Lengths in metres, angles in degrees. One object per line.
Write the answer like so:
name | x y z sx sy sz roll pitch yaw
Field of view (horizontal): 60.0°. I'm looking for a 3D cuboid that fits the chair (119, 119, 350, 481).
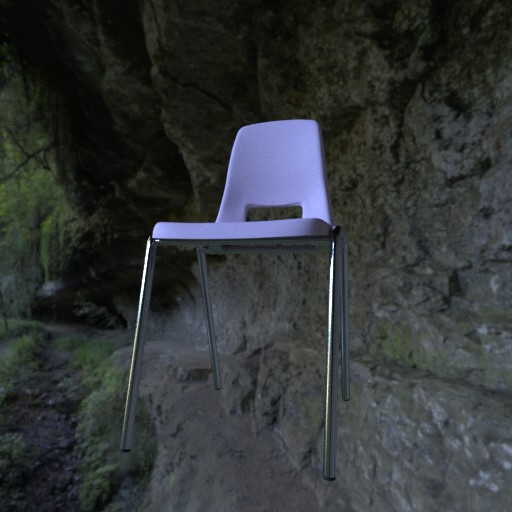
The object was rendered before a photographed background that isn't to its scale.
chair | 0.000 0.000 0.941 0.381 0.704 0.436 0 -1 17
